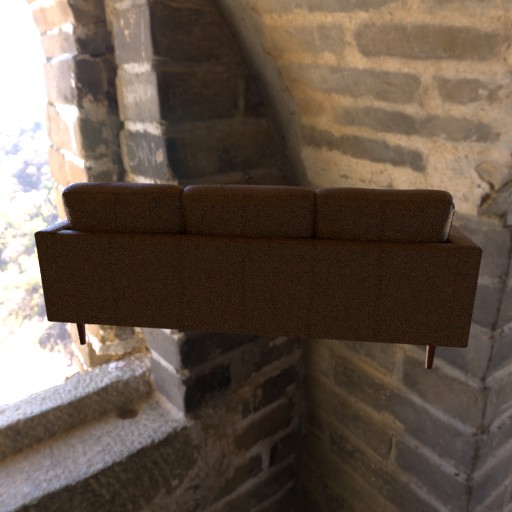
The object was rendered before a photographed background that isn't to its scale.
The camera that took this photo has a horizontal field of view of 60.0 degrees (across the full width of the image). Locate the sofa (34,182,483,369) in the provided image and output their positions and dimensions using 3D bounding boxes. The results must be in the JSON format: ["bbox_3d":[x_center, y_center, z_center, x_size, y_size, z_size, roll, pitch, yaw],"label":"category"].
[{"bbox_3d":[0.000,0.000,2.666,2.231,0.930,0.903,2,17,7],"label":"sofa"}]
